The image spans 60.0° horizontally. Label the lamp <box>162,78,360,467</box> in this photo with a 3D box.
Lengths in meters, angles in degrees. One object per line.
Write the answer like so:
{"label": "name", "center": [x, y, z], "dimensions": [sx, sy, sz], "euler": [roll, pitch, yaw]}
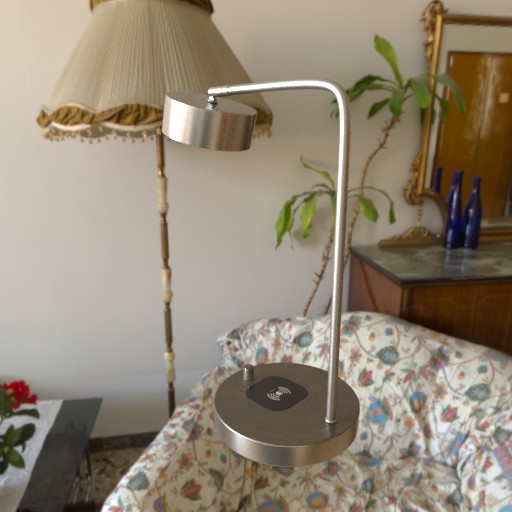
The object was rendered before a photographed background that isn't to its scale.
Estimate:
{"label": "lamp", "center": [0.000, 0.000, 0.637], "dimensions": [0.334, 0.469, 0.211], "euler": [14, 20, 43]}
